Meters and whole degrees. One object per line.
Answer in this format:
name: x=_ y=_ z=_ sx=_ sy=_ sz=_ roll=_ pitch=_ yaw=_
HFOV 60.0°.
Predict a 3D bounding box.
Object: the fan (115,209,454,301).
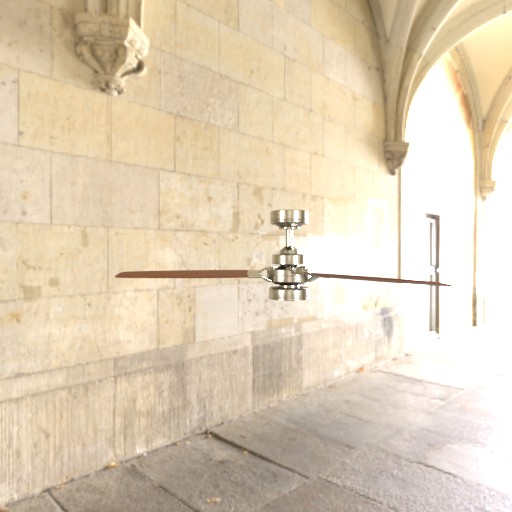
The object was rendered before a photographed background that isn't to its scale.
fan: x=0.000 y=0.000 z=2.072 sx=1.271 sy=0.410 sz=1.416 roll=0 pitch=0 yaw=0
